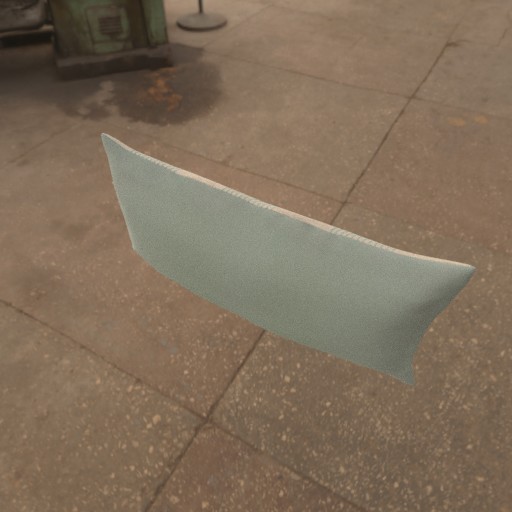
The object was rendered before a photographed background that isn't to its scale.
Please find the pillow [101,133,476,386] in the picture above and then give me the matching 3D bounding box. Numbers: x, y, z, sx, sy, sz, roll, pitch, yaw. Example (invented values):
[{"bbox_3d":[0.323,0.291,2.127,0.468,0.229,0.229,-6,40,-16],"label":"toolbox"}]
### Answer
[{"bbox_3d":[0.000,0.000,0.736,0.610,0.287,0.151,23,50,21],"label":"pillow"}]
